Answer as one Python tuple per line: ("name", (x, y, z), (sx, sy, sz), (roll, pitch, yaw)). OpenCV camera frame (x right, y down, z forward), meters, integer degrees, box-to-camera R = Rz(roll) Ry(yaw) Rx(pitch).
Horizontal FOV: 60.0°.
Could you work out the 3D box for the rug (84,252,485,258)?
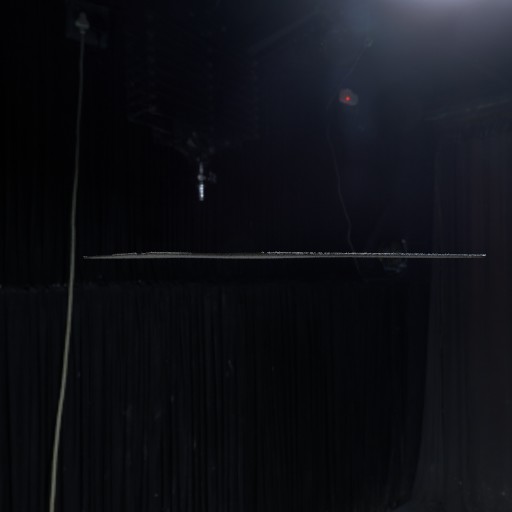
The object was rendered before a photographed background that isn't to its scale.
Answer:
("rug", (0.000, 0.000, 3.748), (2.032, 0.038, 2.869), (0, -1, -37))
